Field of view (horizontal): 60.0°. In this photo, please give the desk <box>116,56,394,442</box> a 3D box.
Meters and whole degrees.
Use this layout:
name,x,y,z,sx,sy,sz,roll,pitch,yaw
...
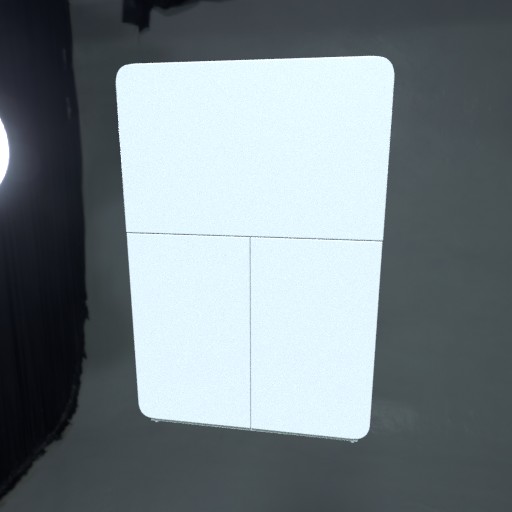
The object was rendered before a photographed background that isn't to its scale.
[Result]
name,x,y,z,sx,sy,sz,roll,pitch,yaw
desk,0.000,0.000,1.507,0.795,1.190,0.278,2,14,9
